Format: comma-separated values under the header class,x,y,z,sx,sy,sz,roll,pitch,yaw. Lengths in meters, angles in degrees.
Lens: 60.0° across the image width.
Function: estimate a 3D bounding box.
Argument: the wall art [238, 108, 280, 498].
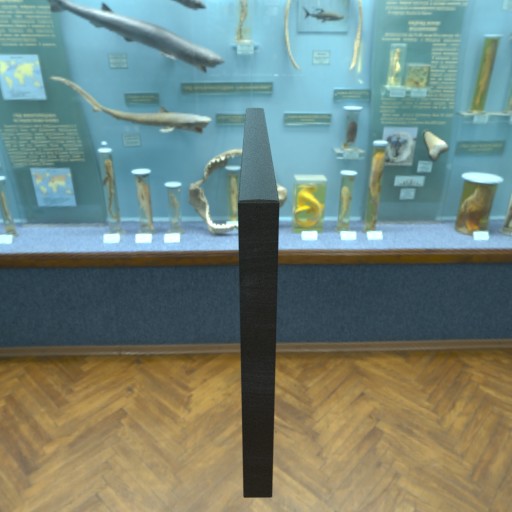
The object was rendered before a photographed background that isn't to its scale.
class,x,y,z,sx,sy,sz,roll,pitch,yaw
wall art,0.000,0.000,0.763,0.038,0.409,0.610,0,26,0
